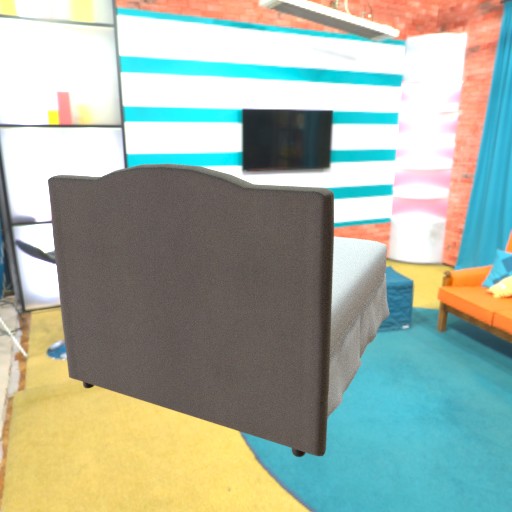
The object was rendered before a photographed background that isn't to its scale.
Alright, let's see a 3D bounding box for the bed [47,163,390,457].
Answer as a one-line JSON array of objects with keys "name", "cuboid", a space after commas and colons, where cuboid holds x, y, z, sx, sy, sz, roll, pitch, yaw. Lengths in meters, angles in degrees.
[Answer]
[{"name": "bed", "cuboid": [0.000, 0.000, 3.274, 1.744, 1.441, 2.128, 7, 17, 25]}]
